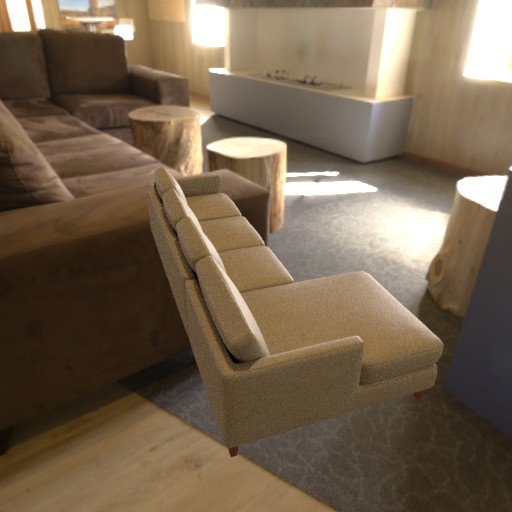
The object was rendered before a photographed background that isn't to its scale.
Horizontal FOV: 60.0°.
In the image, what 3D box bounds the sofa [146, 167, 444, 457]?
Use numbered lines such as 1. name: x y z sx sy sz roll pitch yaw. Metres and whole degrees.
1. sofa: 0.000 0.000 3.906 1.502 0.876 3.201 -10 31 -17
